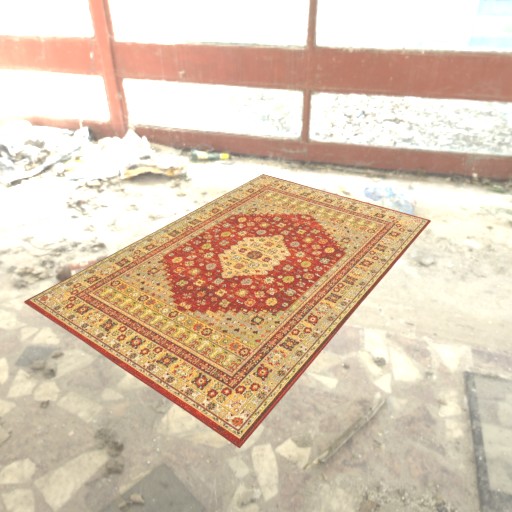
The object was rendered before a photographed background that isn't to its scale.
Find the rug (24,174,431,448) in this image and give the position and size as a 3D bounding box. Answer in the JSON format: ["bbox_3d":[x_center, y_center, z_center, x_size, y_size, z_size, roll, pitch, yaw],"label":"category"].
[{"bbox_3d":[0.000,0.000,2.252,1.194,0.013,1.802,22,39,30],"label":"rug"}]
